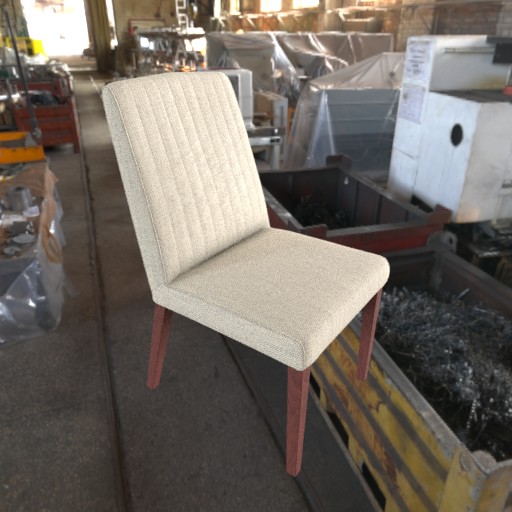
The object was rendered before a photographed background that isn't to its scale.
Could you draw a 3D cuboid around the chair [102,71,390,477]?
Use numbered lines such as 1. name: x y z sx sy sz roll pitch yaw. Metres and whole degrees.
1. chair: 0.000 0.000 1.206 0.594 0.900 0.480 18 32 32
